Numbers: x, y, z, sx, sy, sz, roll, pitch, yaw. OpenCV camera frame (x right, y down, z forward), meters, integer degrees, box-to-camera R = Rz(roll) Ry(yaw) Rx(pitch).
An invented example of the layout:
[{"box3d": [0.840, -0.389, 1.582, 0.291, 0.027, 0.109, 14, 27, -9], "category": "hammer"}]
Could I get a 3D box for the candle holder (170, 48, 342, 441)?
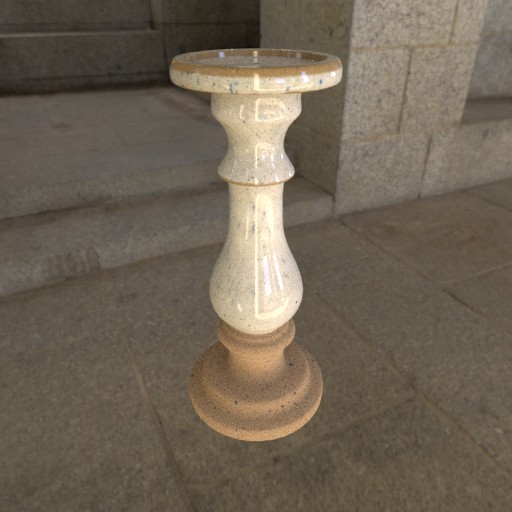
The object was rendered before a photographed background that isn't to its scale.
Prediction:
[{"box3d": [0.000, 0.000, 0.246, 0.088, 0.203, 0.088, 0, 30, 0], "category": "candle holder"}]
